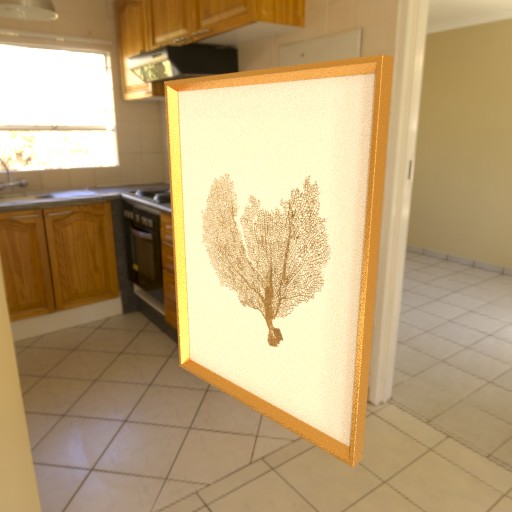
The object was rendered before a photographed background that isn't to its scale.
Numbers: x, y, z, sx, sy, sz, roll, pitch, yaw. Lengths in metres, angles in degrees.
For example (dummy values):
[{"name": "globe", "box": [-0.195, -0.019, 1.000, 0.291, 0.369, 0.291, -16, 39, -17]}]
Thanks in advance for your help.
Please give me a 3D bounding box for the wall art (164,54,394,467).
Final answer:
[{"name": "wall art", "box": [0.000, 0.000, 1.049, 0.610, 0.812, 0.038, 15, 22, 42]}]
